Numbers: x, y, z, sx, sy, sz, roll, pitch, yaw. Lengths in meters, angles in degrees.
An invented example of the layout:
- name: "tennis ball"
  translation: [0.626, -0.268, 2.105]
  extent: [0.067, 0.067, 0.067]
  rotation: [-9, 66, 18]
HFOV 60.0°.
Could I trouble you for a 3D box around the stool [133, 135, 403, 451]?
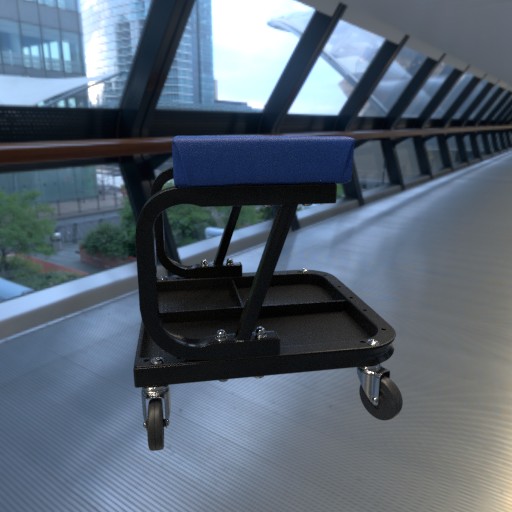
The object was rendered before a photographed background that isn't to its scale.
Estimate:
- name: "stool"
  translation: [0.000, 0.000, 0.725]
  extent: [0.371, 0.380, 0.446]
  rotation: [-3, 16, -10]
